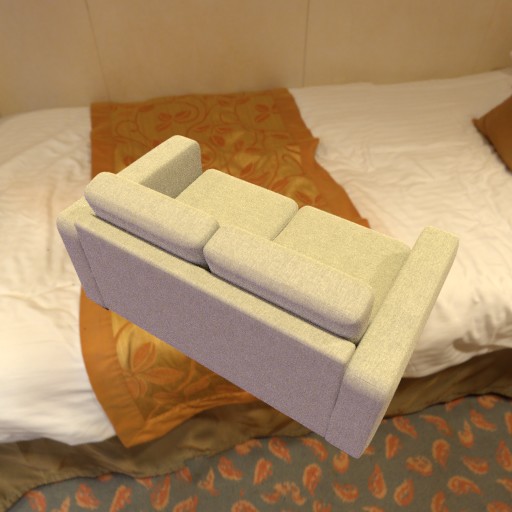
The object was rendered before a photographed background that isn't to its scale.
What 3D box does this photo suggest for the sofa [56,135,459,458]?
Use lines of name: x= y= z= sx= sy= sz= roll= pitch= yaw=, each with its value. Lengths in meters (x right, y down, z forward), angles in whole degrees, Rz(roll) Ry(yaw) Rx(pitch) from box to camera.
sofa: x=0.000 y=0.000 z=2.023 sx=1.540 sy=0.800 sz=0.900 roll=25 pitch=50 yaw=22
